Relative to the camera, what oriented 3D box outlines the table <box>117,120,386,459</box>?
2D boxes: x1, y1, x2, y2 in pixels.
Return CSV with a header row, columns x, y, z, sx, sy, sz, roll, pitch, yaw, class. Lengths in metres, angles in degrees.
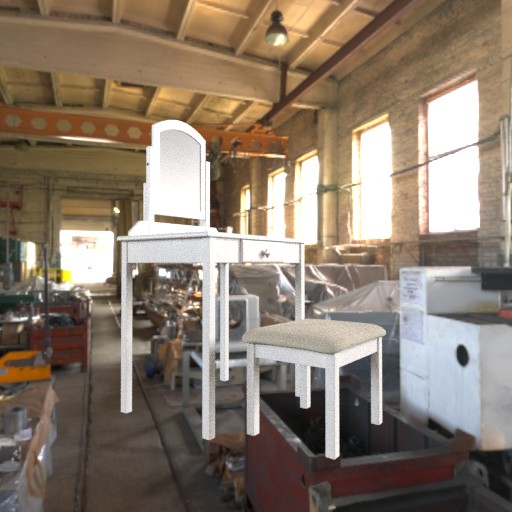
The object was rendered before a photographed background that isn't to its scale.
x,y,z,sx,sy,sz,roll,pitch,yaw,class
0.000,0.000,2.318,1.211,1.631,0.876,-1,-1,37,table
